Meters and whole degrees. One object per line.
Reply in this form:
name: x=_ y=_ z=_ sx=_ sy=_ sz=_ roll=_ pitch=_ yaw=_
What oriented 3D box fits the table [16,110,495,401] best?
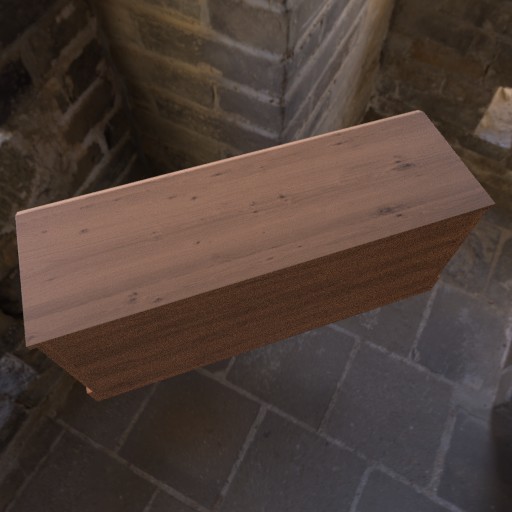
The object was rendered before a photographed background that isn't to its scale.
table: x=0.000 y=0.000 z=1.385 sx=1.200 sy=0.510 sz=0.400 roll=-17 pitch=60 yaw=-10
